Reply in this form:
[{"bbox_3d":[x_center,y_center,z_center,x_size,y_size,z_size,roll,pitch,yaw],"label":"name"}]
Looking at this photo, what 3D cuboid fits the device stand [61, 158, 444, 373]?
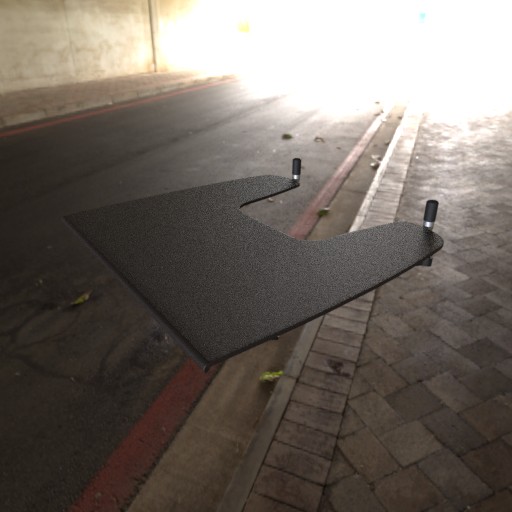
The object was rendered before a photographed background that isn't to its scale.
[{"bbox_3d":[0.000,0.000,0.356,0.230,0.092,0.230,-19,33,-32],"label":"device stand"}]
